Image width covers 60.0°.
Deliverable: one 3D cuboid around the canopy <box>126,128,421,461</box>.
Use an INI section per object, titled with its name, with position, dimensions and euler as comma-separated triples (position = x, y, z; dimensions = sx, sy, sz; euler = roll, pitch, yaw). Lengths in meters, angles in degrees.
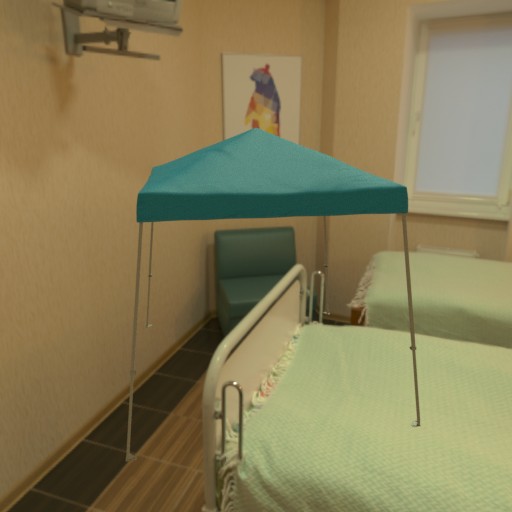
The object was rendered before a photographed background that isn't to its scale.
[canopy]
position = 0.000, 0.000, 6.478
dimensions = 3.599, 3.600, 3.600
euler = -3, 17, -9
